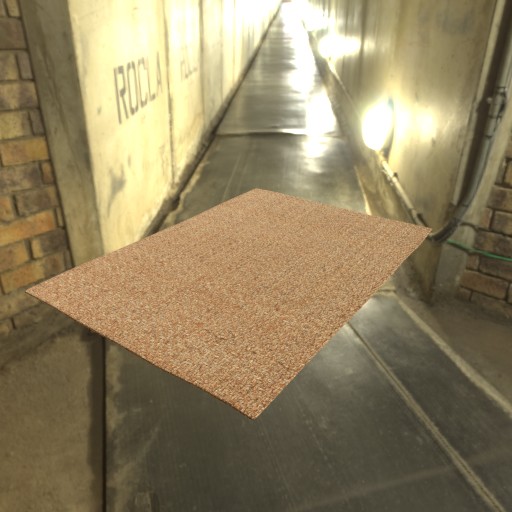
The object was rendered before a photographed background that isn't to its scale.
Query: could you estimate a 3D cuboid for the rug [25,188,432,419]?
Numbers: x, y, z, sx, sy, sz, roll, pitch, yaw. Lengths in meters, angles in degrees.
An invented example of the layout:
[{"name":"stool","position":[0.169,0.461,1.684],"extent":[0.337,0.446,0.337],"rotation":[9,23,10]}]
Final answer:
[{"name":"rug","position":[0.000,0.000,2.762],"extent":[1.566,0.013,2.141],"rotation":[18,32,31]}]
